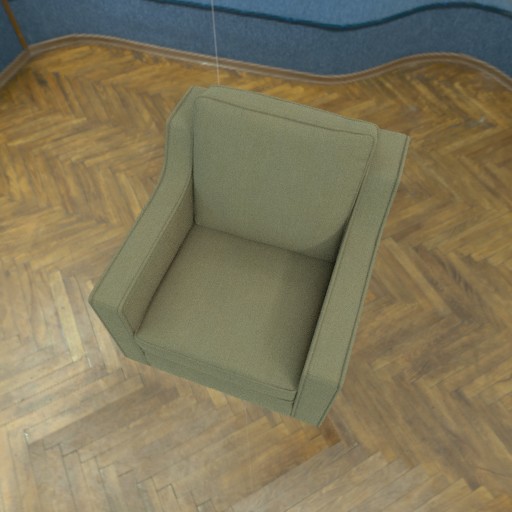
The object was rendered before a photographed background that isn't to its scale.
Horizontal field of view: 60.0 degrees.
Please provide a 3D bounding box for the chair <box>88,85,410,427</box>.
[{"bbox_3d":[0.000,0.000,1.682,0.831,0.960,0.909,17,59,10],"label":"chair"}]
